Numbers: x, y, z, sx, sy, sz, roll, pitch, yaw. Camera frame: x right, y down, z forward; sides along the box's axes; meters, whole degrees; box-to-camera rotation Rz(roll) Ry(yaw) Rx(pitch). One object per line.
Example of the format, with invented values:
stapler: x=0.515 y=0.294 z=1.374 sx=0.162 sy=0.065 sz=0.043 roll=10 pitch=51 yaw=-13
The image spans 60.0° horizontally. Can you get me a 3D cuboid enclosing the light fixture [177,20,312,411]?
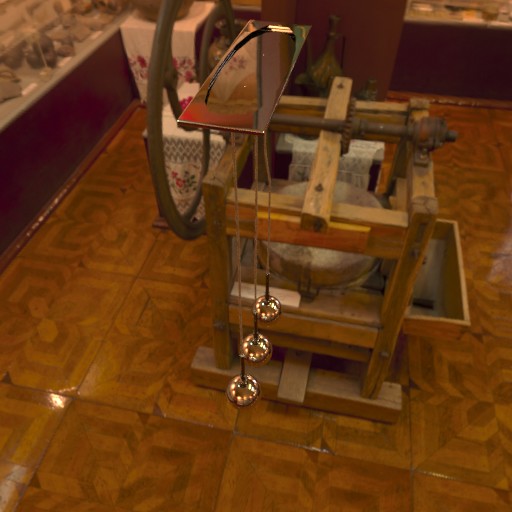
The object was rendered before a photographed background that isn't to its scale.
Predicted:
light fixture: x=0.000 y=0.000 z=1.631 sx=0.188 sy=1.408 sz=0.623 roll=10 pitch=47 yaw=10
